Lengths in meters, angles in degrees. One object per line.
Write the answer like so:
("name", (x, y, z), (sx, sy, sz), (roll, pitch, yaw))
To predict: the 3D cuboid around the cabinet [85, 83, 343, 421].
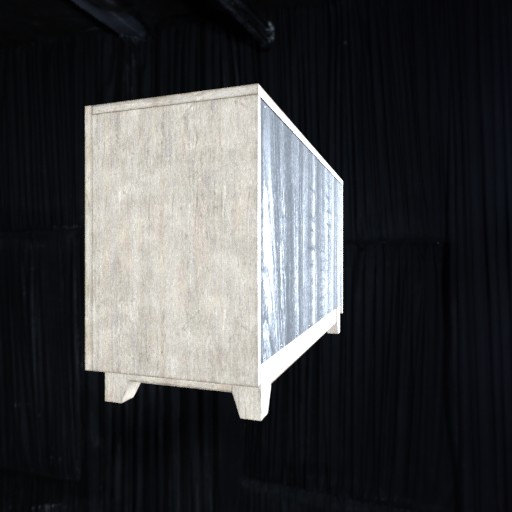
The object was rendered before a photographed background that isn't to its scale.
("cabinet", (0.000, 0.000, 1.830), (0.511, 0.825, 1.460), (0, 0, 19))
